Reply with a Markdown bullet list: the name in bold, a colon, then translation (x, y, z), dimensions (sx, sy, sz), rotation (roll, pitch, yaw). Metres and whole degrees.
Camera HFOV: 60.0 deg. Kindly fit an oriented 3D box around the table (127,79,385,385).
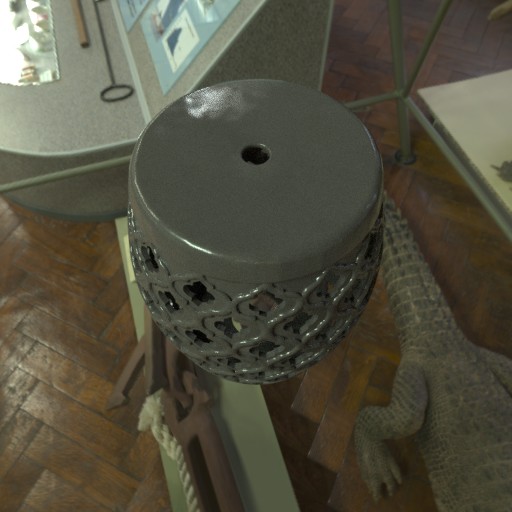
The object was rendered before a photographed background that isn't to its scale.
- **table**: translation (0.000, 0.000, 0.618), dimensions (0.325, 0.388, 0.325), rotation (0, 57, 0)
